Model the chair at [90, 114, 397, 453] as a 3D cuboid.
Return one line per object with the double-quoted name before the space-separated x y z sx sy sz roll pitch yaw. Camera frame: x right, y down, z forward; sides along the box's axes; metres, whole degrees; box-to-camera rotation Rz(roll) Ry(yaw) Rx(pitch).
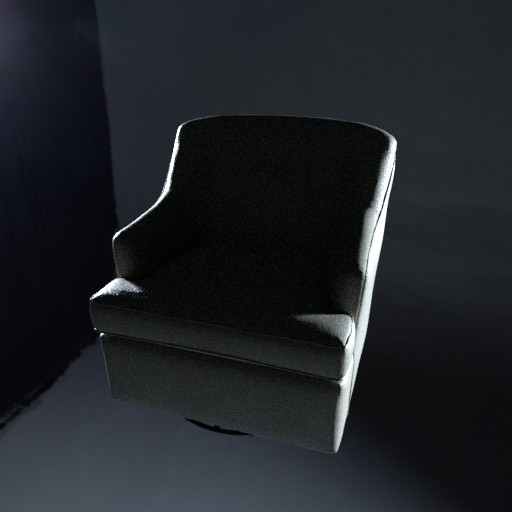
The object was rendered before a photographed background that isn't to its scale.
"chair" 0.000 0.000 1.586 0.864 0.856 0.923 8 27 16
